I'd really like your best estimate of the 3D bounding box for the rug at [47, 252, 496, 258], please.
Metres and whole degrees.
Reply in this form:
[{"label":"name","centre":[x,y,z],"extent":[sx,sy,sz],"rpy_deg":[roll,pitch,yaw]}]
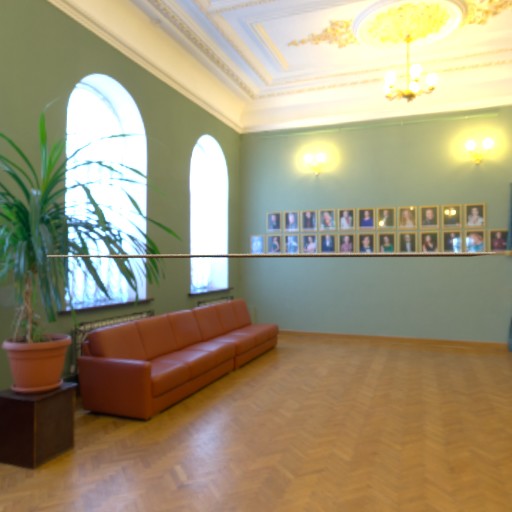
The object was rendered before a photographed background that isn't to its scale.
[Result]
[{"label":"rug","centre":[0.000,0.000,2.654],"extent":[2.435,0.009,0.750],"rpy_deg":[0,-1,19]}]
